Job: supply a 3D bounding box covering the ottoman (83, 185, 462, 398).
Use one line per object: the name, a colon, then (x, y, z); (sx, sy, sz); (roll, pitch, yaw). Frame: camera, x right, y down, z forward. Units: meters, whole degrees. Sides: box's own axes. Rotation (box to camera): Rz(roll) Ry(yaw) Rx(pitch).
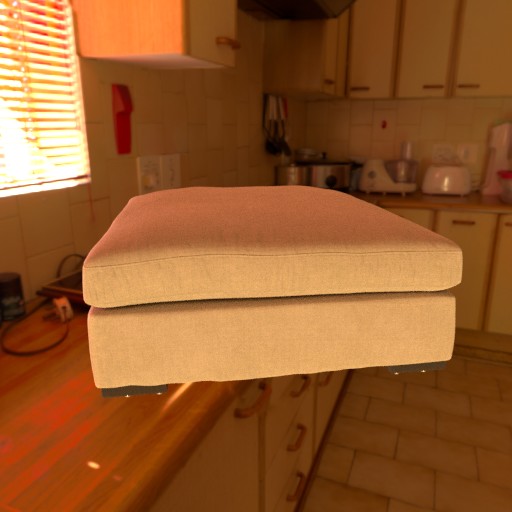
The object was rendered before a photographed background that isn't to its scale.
ottoman: (0.000, 0.000, 1.863); (1.171, 0.517, 1.203); (-2, 17, -8)
